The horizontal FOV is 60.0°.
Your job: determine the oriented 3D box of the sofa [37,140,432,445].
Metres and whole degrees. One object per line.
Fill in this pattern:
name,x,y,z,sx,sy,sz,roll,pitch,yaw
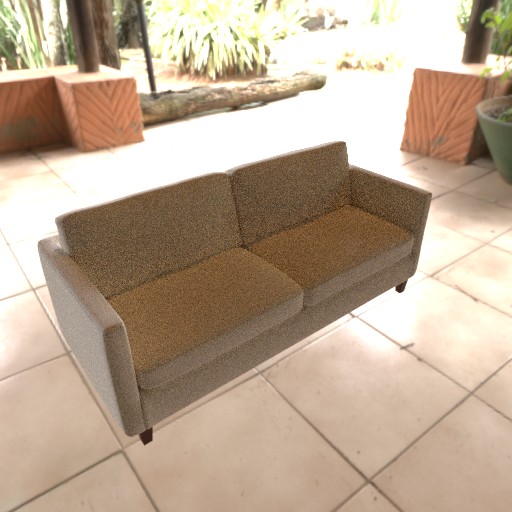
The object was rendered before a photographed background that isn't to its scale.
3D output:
sofa,0.000,0.000,2.613,2.139,0.933,0.924,-22,38,-32
